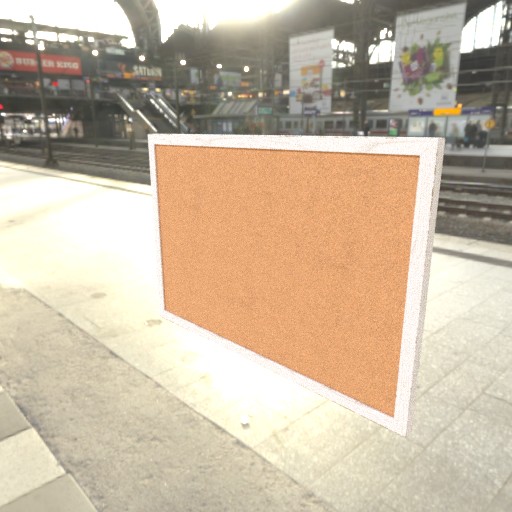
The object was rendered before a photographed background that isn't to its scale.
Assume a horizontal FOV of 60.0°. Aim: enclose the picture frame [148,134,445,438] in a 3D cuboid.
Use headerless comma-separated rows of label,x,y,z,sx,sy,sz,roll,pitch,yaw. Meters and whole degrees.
picture frame,0.000,0.000,1.219,0.950,0.640,0.029,15,22,42
